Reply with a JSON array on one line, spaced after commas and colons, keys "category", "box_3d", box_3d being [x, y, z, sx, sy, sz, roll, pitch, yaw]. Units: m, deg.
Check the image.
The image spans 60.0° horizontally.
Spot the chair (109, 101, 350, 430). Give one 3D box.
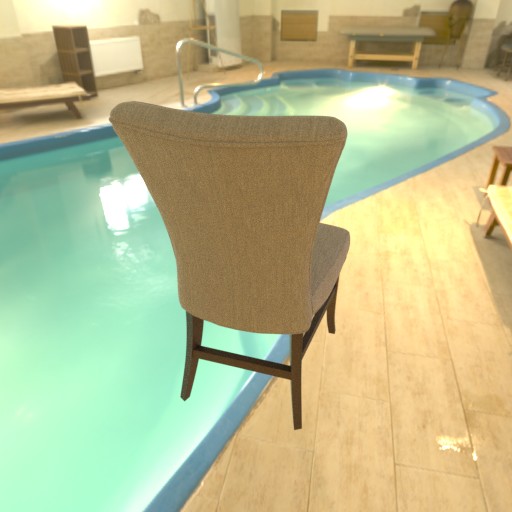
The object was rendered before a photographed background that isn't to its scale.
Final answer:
[{"category": "chair", "box_3d": [0.000, 0.000, 1.365, 0.520, 0.991, 0.660, 9, 33, 15]}]
